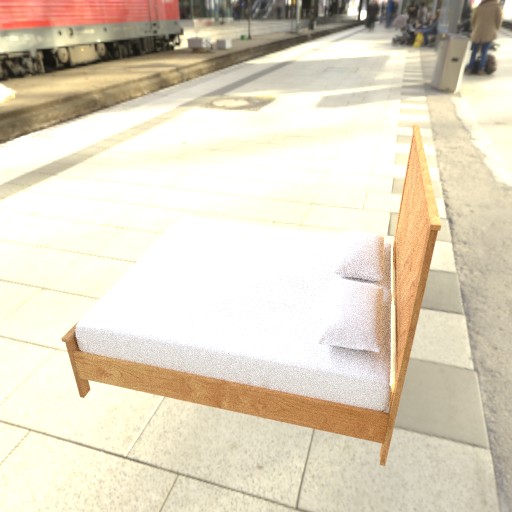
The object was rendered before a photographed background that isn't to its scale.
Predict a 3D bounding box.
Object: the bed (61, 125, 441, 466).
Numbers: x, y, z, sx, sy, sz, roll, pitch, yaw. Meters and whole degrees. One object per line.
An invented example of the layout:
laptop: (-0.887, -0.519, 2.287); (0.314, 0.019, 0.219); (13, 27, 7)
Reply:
bed: (0.000, 0.000, 3.421); (2.201, 1.686, 1.936); (7, 30, 13)
